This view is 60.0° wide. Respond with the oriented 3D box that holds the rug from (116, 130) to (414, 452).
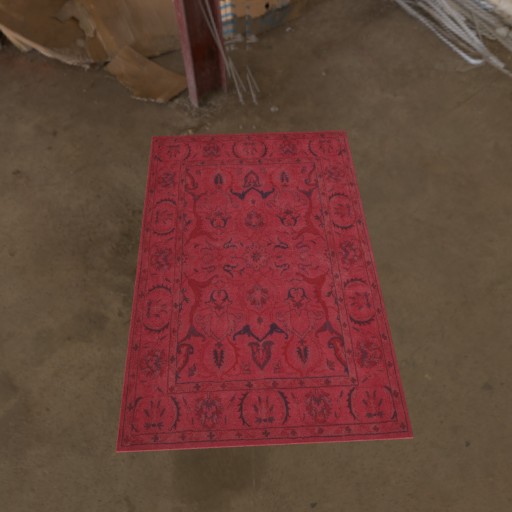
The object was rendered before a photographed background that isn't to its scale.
[{"bbox_3d":[0.000,0.000,2.279,1.209,0.008,1.814,-2,58,-1],"label":"rug"}]
